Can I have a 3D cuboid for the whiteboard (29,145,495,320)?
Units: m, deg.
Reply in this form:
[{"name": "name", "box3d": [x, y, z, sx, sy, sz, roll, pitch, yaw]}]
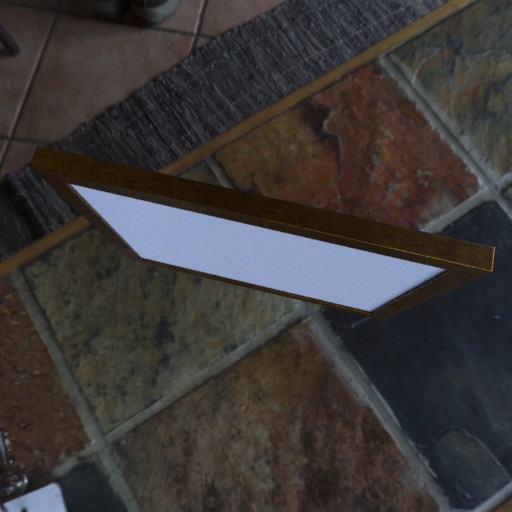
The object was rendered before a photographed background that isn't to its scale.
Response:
[{"name": "whiteboard", "box3d": [0.000, 0.000, 0.747, 0.561, 0.457, 0.029, 13, 75, 3]}]
